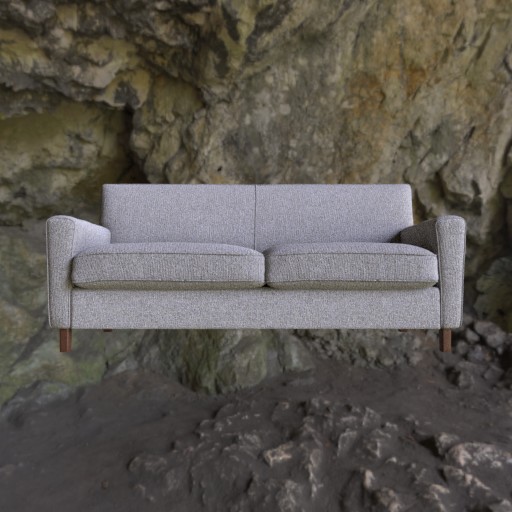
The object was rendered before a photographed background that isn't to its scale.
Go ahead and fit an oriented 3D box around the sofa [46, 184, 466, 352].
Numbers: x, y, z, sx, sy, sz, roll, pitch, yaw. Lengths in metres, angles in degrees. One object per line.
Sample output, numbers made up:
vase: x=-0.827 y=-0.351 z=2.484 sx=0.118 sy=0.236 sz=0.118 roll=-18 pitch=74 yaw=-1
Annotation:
sofa: x=0.000 y=0.000 z=2.482 sx=2.026 sy=0.942 sz=0.854 roll=0 pitch=-1 yaw=0
